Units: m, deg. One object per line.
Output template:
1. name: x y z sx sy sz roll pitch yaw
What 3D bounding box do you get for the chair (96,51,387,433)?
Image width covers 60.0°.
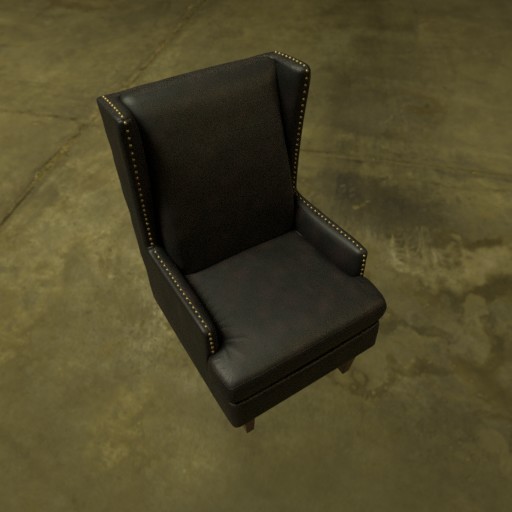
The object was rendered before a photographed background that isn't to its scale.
1. chair: 0.000 0.000 1.657 0.703 1.142 0.799 -24 51 -21
